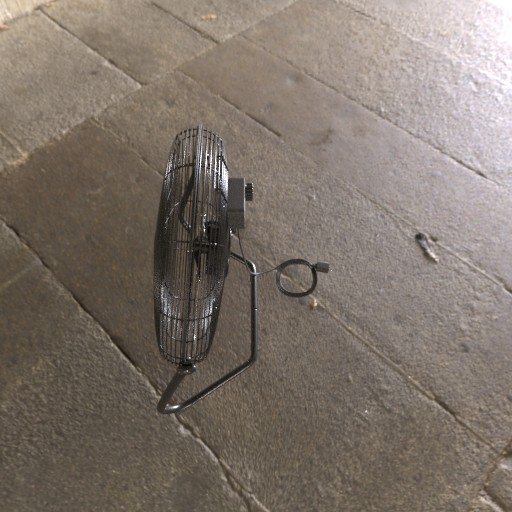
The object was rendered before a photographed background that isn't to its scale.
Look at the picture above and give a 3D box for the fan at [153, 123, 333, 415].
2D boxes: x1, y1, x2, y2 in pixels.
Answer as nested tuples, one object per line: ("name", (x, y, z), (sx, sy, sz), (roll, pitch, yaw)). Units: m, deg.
("fan", (0.000, 0.000, 1.019), (0.470, 0.605, 0.595), (-1, 58, 0))
